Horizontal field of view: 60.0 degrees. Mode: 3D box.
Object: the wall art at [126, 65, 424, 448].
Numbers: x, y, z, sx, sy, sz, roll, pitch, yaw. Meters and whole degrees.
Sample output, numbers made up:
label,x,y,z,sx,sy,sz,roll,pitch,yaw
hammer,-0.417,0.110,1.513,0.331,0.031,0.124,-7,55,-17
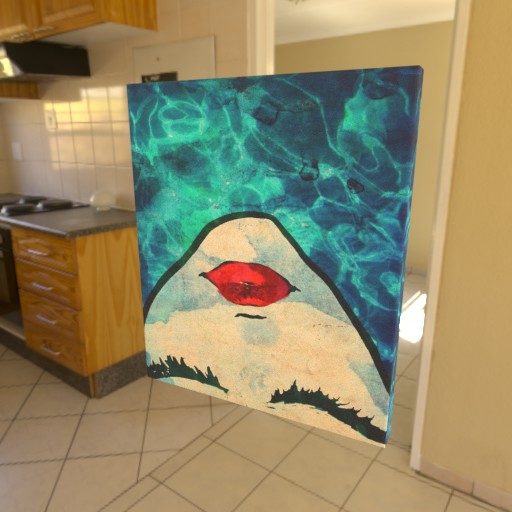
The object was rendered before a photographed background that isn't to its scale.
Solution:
label,x,y,z,sx,sy,sz,roll,pitch,yaw
wall art,0.000,0.000,0.676,0.432,0.508,0.038,8,17,26
